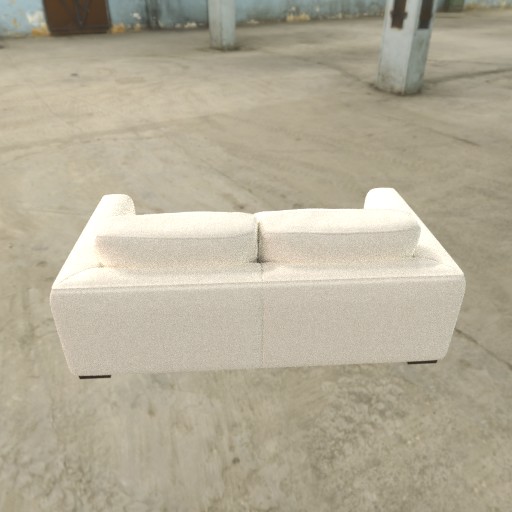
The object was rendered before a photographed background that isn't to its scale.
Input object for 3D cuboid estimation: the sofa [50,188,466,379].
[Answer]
[{"bbox_3d":[0.000,0.000,2.507,1.920,0.801,1.069,-2,32,-3],"label":"sofa"}]
